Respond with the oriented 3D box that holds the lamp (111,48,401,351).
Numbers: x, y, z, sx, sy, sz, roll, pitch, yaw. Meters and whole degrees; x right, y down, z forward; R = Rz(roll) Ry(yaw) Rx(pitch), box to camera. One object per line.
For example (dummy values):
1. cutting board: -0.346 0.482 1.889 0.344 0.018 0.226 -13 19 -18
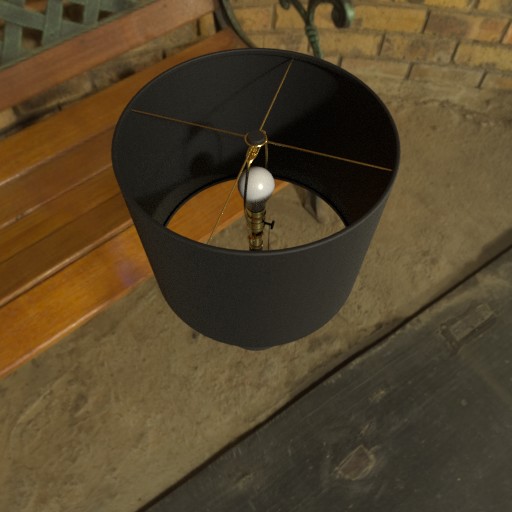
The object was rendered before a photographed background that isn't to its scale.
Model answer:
1. lamp: 0.000 0.000 0.803 0.359 0.584 0.359 16 60 9
